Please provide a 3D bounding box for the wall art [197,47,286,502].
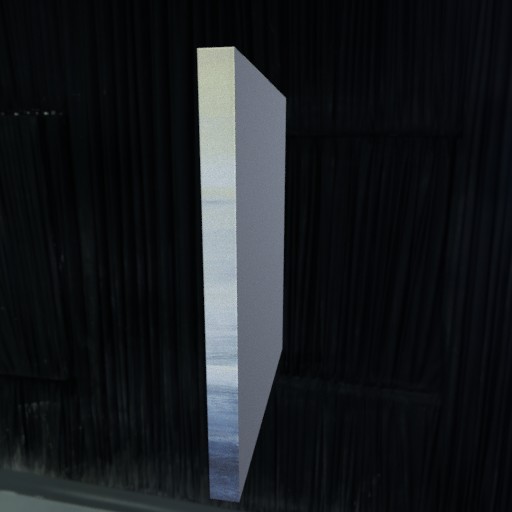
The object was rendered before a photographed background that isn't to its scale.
[{"bbox_3d":[0.000,0.000,0.690,0.037,0.511,0.435,2,14,10],"label":"wall art"}]
